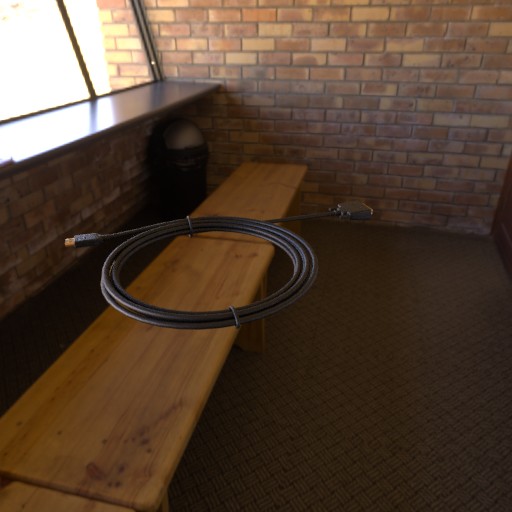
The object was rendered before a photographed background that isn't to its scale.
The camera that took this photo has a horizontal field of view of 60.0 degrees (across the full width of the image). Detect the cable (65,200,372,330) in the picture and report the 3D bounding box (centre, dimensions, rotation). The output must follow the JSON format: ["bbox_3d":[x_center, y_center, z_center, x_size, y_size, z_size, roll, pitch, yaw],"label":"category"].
[{"bbox_3d":[0.000,0.000,0.513,0.422,0.030,0.257,-9,29,-16],"label":"cable"}]
